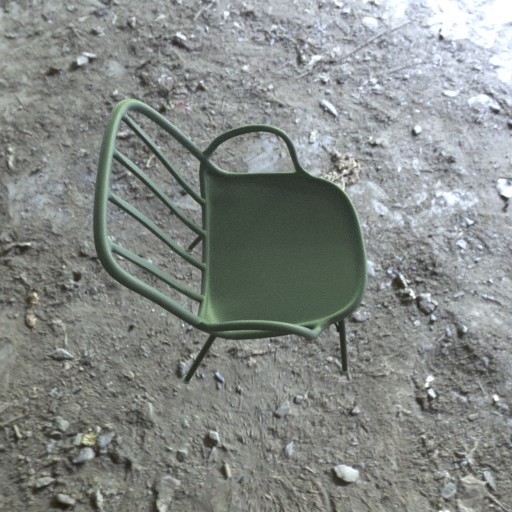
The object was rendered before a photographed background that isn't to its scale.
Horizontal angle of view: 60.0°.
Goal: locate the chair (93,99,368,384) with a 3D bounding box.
[{"bbox_3d":[0.000,0.000,1.198,0.597,0.816,0.549,-2,64,-1],"label":"chair"}]
